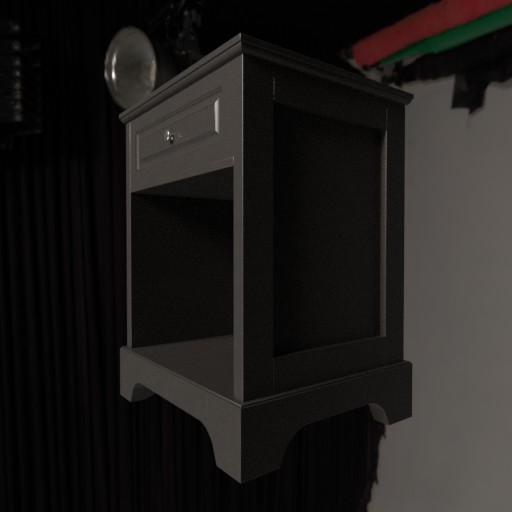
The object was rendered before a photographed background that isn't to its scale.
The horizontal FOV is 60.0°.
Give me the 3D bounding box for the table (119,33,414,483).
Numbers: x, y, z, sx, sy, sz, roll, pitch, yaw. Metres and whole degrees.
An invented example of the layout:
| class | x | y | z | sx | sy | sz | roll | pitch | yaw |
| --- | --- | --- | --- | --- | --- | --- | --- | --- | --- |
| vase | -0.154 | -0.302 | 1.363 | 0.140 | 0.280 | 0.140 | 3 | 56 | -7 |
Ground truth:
| class | x | y | z | sx | sy | sz | roll | pitch | yaw |
| --- | --- | --- | --- | --- | --- | --- | --- | --- | --- |
| table | 0.000 | 0.000 | 0.902 | 0.399 | 0.610 | 0.460 | -1 | 1 | -37 |
